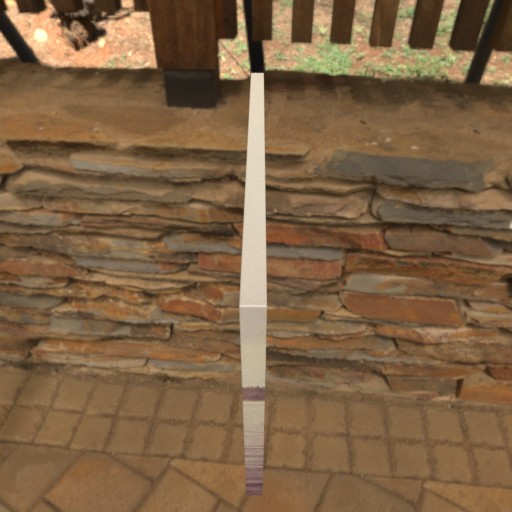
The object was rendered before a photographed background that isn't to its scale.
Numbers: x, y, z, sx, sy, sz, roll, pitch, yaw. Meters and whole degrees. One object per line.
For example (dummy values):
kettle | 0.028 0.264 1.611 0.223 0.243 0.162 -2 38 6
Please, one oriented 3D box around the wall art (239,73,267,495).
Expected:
wall art | 0.000 0.000 1.129 0.037 0.609 0.916 0 41 0
